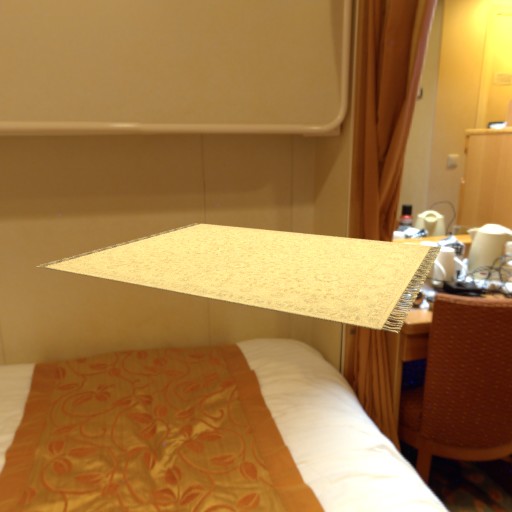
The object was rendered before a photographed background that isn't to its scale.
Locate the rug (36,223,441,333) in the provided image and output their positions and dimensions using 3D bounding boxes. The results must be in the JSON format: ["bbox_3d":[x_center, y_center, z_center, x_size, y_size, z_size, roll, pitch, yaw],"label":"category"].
[{"bbox_3d":[0.000,0.000,4.184,3.043,0.013,2.444,7,16,26],"label":"rug"}]
